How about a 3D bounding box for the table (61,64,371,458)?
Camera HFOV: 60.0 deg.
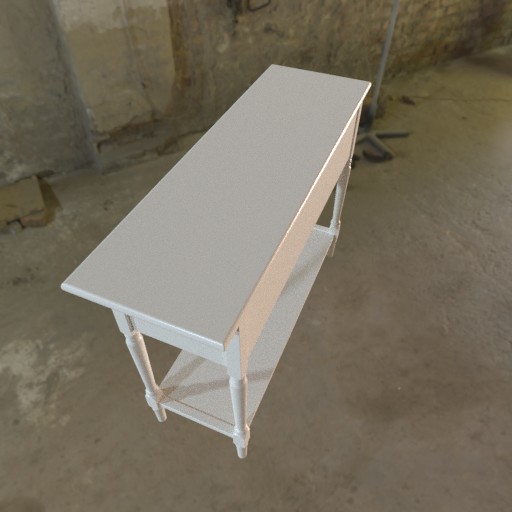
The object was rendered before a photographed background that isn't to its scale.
[{"bbox_3d":[0.000,0.000,1.546,0.386,0.814,1.191,17,49,16],"label":"table"}]
